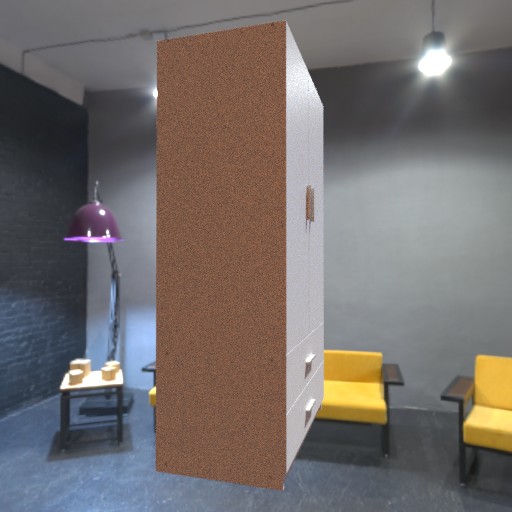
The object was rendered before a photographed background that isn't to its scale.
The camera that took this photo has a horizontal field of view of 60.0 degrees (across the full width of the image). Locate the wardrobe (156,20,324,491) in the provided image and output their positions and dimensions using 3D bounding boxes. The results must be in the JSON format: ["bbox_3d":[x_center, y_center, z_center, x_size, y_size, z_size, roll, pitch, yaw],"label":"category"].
[{"bbox_3d":[0.000,0.000,2.250,0.577,1.808,0.991,0,-1,17],"label":"wardrobe"}]
